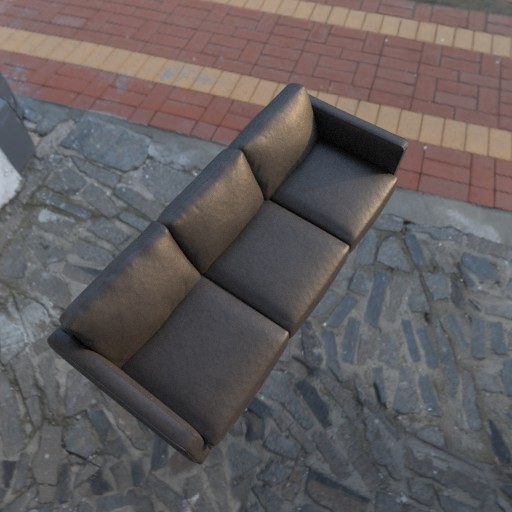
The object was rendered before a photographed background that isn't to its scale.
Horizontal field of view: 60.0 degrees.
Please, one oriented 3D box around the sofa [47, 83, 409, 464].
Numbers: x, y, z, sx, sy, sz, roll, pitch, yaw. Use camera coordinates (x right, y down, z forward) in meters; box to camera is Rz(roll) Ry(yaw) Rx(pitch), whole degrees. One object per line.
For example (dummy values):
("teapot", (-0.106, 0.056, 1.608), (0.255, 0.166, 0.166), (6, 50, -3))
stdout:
("sofa", (0.000, 0.000, 2.975), (1.045, 1.006, 2.464), (31, 65, 17))
